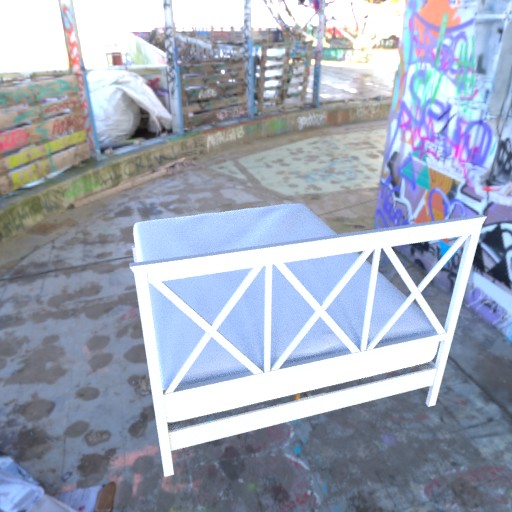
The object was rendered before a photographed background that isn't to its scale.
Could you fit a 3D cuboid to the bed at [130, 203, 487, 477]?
[{"bbox_3d":[0.000,0.000,3.114,1.673,1.253,2.135,-8,29,-15],"label":"bed"}]
